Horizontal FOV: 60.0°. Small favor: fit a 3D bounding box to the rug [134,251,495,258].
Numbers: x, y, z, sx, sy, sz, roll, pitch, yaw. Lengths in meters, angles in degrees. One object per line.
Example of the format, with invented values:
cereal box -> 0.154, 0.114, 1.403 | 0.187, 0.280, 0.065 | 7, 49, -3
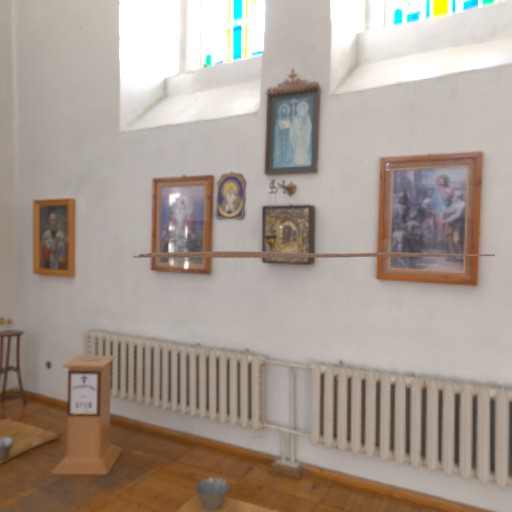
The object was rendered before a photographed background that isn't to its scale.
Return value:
rug -> 0.000, 0.000, 2.951 | 1.524, 0.015, 2.439 | 0, 0, -17
